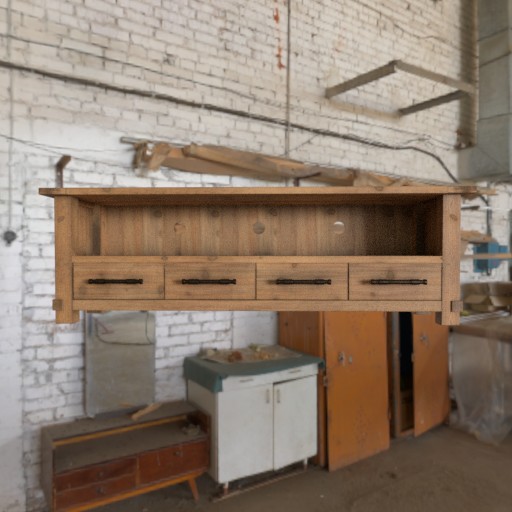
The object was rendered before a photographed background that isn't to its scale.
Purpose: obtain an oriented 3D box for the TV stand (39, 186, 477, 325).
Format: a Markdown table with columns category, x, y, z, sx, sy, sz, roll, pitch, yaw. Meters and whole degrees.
| category | x | y | z | sx | sy | sz | roll | pitch | yaw |
| --- | --- | --- | --- | --- | --- | --- | --- | --- | --- |
| TV stand | 0.000 | 0.000 | 2.031 | 1.804 | 0.573 | 0.453 | 0 | 0 | 2 |
